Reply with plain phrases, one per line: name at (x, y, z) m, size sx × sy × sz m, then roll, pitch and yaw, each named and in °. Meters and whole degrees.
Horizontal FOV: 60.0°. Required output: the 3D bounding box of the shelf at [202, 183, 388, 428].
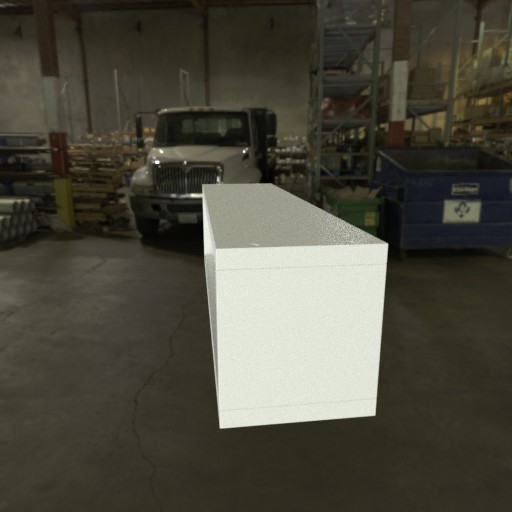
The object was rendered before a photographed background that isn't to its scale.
shelf at (0.000, 0.000, 0.690) m, size 0.150 × 0.170 × 0.610 m, roll -2°, pitch 14°, yaw -7°
